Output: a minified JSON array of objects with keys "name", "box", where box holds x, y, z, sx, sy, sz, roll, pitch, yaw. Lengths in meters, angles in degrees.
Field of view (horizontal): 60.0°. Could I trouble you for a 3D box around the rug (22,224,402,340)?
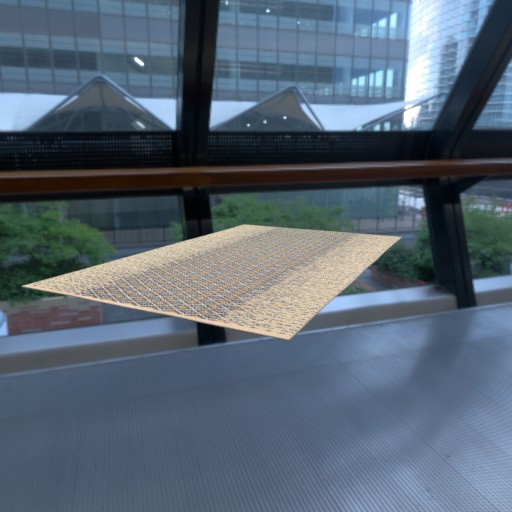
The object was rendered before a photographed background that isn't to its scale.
[{"name":"rug","box":[0.000,0.000,3.068,1.541,0.008,2.448,6,14,27]}]
